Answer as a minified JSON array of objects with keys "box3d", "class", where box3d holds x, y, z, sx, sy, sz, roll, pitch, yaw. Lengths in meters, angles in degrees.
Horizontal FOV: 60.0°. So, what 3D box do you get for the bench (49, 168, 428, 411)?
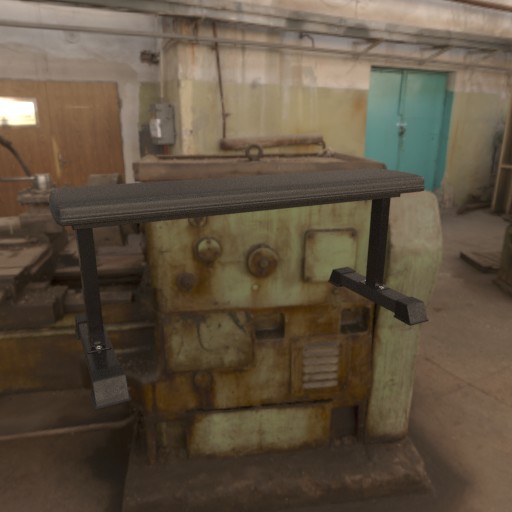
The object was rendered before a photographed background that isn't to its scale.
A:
[{"box3d":[0.000,0.000,1.315,1.072,0.453,0.439,-9,19,-25],"class":"bench"}]
